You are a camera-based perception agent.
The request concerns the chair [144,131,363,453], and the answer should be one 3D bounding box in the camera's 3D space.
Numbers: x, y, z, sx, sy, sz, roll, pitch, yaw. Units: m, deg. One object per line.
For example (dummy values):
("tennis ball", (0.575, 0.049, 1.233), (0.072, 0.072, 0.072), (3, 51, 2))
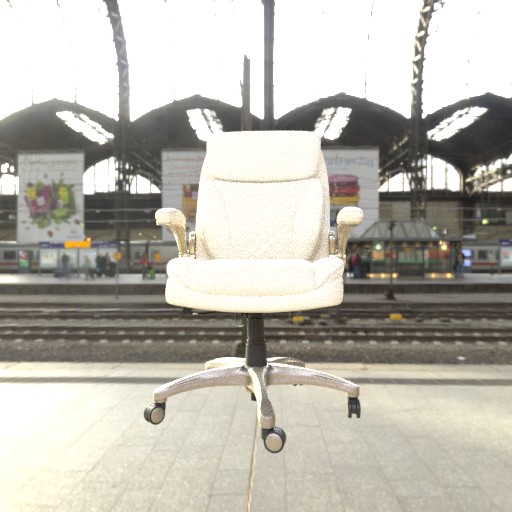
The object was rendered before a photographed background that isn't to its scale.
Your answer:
("chair", (0.000, 0.000, 1.630), (0.740, 1.110, 0.794), (0, -1, 0))
